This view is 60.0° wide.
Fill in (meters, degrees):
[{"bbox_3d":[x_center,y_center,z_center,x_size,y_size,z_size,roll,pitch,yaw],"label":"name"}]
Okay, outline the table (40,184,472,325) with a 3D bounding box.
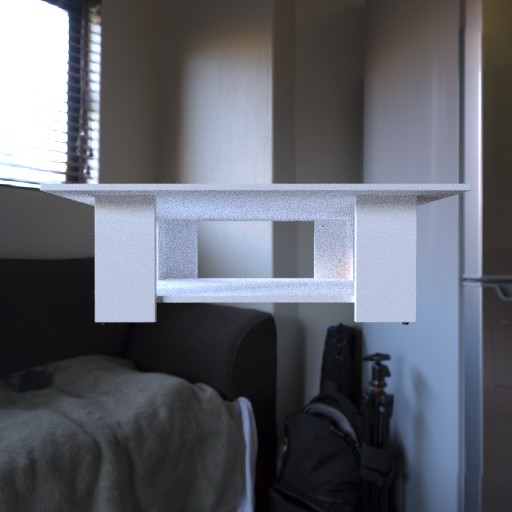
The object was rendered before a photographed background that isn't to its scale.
[{"bbox_3d":[0.000,0.000,1.360,0.890,0.305,0.890,0,0,0],"label":"table"}]
